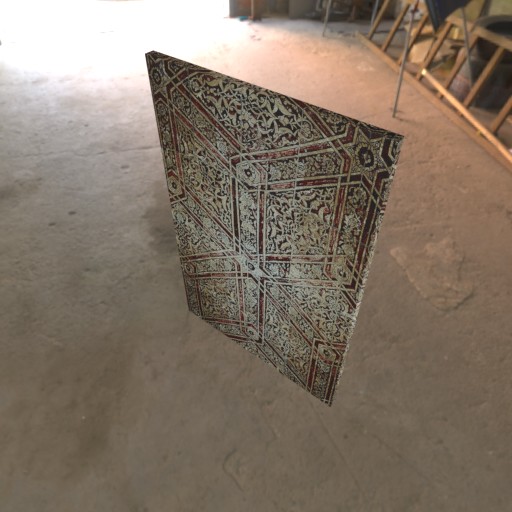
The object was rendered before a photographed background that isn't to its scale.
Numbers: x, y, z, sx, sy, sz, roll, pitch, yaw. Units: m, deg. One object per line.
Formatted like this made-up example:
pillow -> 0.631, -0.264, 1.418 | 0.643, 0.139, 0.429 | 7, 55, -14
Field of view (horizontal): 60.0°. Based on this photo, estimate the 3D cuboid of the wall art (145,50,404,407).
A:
wall art -> 0.000, 0.000, 1.166 | 0.599, 0.904, 0.030 | 29, 52, 26
